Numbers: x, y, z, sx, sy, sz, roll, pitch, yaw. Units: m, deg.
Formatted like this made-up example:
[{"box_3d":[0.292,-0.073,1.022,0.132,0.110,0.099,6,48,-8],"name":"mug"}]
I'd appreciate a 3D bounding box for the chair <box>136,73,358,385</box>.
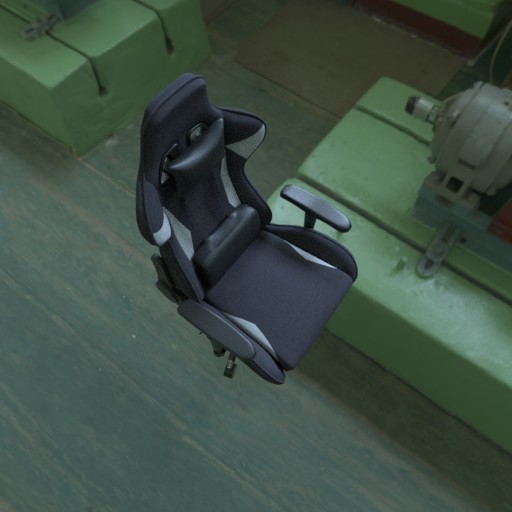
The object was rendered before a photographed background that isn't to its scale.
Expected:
[{"box_3d":[0.000,0.000,1.714,0.695,1.300,0.730,32,65,17],"name":"chair"}]
